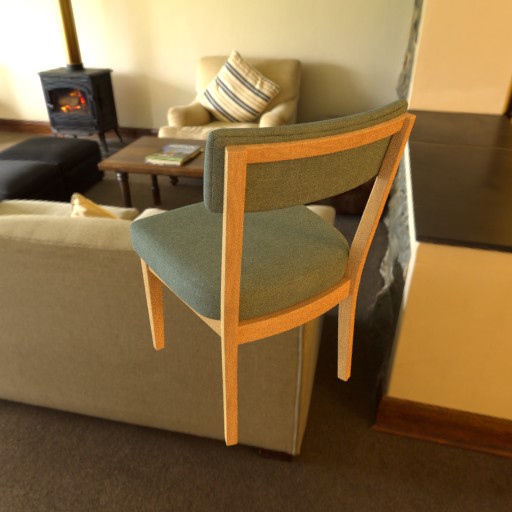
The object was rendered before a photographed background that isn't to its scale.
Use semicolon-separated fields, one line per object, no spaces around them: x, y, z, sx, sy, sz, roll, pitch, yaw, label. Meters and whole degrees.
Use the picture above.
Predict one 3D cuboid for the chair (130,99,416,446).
0.000;0.000;1.193;0.508;0.832;0.572;-19;35;-29;chair
